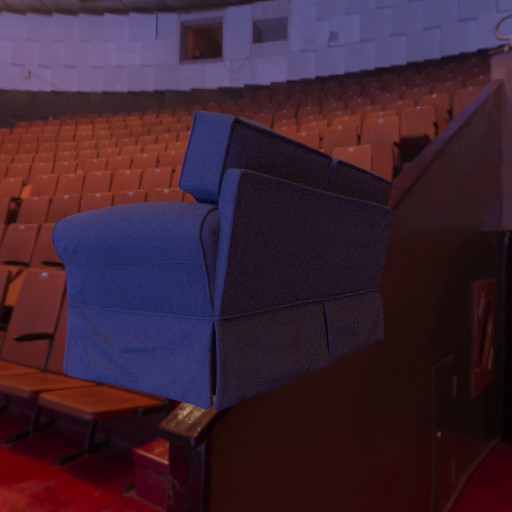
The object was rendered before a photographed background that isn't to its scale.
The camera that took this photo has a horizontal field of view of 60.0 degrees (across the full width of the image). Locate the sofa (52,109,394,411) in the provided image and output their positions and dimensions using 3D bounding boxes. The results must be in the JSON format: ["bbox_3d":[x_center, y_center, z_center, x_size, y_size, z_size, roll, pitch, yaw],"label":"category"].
[{"bbox_3d":[0.000,0.000,2.367,0.997,1.059,1.801,0,0,35],"label":"sofa"}]
